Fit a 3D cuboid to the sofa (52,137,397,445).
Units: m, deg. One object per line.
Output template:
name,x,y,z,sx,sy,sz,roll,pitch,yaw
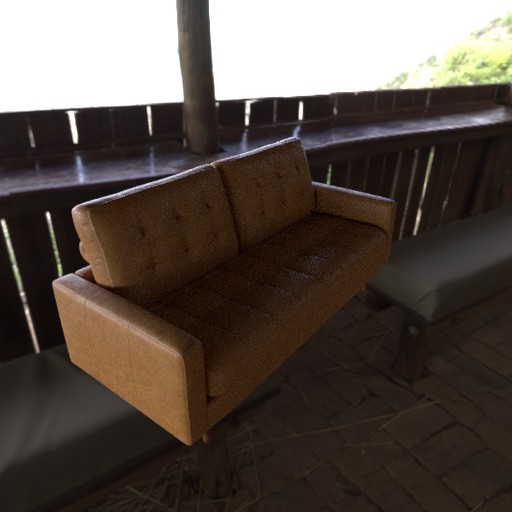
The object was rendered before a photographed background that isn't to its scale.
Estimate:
sofa,0.000,0.000,2.312,0.850,0.898,1.821,19,33,33
